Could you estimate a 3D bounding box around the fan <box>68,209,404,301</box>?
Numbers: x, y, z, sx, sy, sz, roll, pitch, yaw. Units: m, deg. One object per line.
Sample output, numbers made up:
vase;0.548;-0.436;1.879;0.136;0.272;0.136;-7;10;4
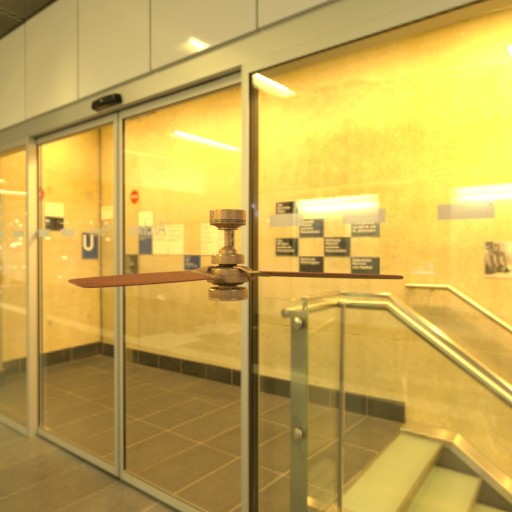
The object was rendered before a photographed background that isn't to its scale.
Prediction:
fan;0.000;0.000;2.012;1.271;0.425;1.416;0;1;19
